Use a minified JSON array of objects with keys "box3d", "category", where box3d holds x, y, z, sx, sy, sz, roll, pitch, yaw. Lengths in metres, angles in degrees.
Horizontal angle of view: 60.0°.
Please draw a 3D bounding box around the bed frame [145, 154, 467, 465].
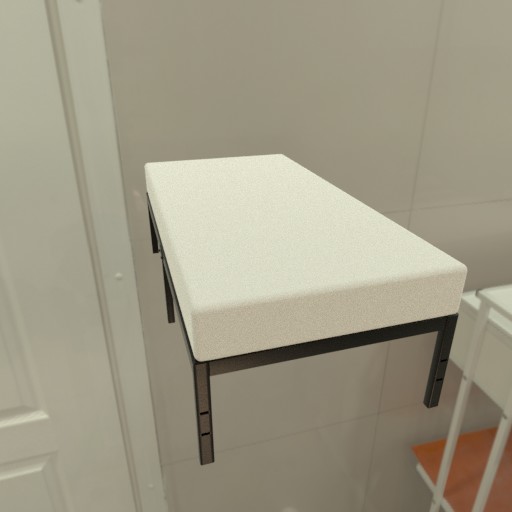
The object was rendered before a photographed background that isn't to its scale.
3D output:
[{"box3d":[0.000,0.000,2.426,1.023,0.659,1.950,-7,26,-15],"category":"bed frame"}]
